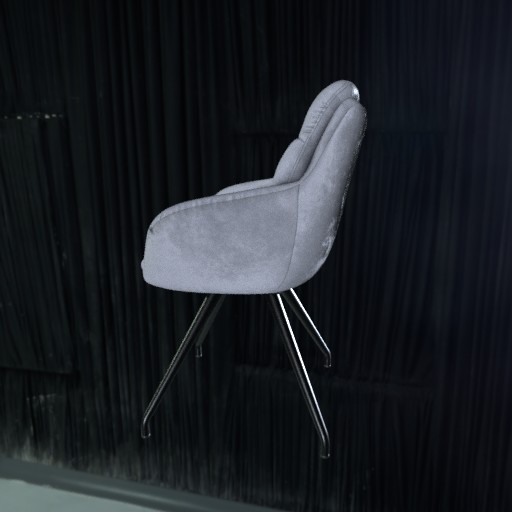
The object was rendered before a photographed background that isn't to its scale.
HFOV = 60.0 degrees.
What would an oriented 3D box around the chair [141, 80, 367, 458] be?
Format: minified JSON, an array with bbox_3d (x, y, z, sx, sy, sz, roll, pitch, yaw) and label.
[{"bbox_3d":[0.000,0.000,1.258,0.569,0.888,0.579,2,13,9],"label":"chair"}]
